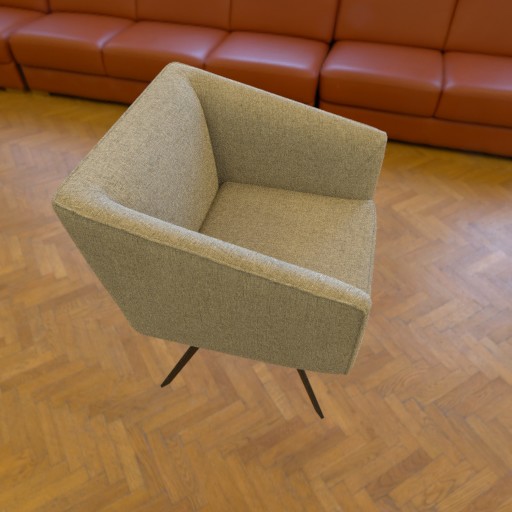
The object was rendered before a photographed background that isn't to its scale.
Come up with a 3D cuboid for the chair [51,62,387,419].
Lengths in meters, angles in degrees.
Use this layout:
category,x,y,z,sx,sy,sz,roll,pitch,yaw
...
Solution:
category,x,y,z,sx,sy,sz,roll,pitch,yaw
chair,0.000,0.000,1.218,0.623,0.760,0.628,10,48,10
